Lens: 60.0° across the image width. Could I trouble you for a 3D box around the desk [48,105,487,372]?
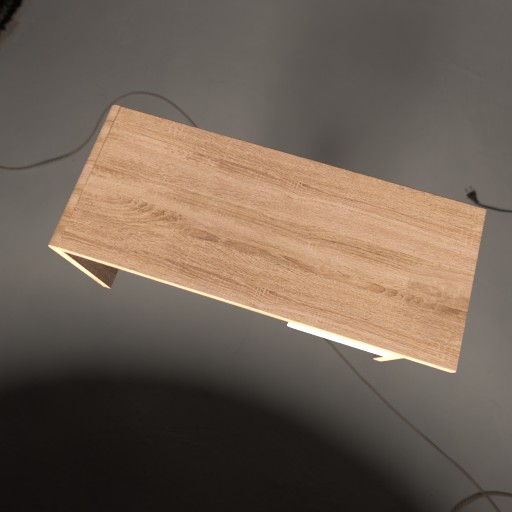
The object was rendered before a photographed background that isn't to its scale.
[{"bbox_3d":[0.000,0.000,1.683,1.300,0.750,0.500,17,75,5],"label":"desk"}]
